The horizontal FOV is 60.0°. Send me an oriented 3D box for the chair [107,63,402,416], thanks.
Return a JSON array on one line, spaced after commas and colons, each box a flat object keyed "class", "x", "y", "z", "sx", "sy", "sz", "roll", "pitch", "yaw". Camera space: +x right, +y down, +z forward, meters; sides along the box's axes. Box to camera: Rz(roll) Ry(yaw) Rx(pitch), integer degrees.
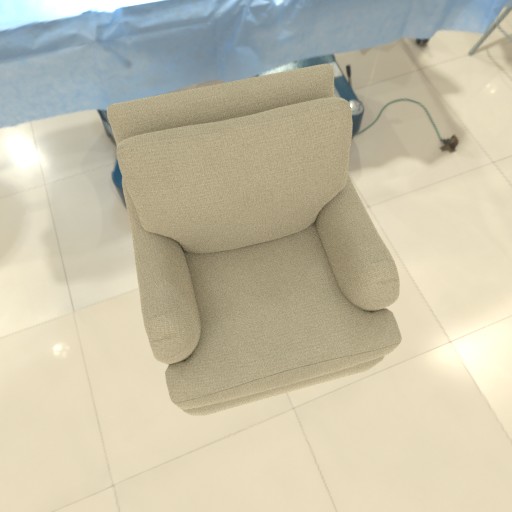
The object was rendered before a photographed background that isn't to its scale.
[{"class": "chair", "x": 0.000, "y": 0.000, "z": 1.873, "sx": 0.955, "sy": 1.038, "sz": 1.070, "roll": -13, "pitch": 64, "yaw": -7}]
